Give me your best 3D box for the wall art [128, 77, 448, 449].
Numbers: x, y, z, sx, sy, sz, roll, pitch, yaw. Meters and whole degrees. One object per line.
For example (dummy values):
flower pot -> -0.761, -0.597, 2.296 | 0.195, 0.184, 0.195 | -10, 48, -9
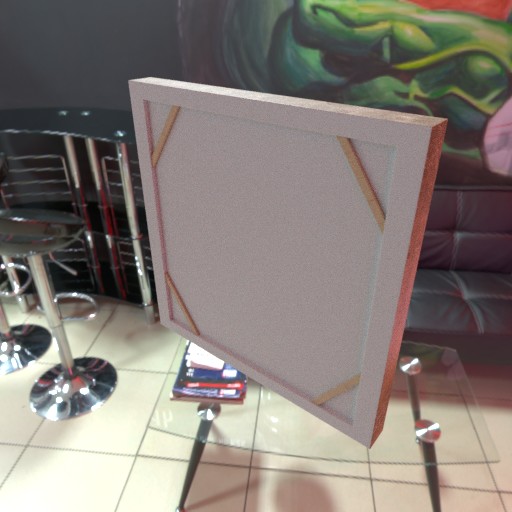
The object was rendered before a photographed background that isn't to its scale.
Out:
wall art -> 0.000, 0.000, 0.589 | 0.405, 0.407, 0.038 | 22, 36, 33
